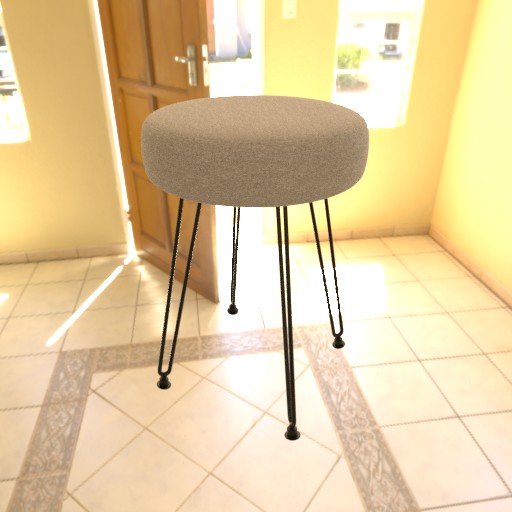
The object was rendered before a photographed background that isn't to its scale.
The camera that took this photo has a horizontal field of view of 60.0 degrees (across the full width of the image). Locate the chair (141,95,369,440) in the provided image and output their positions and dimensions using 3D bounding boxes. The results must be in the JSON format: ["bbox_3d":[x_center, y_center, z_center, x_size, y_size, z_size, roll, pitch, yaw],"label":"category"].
[{"bbox_3d":[0.000,0.000,0.685,0.350,0.440,0.350,-9,30,-16],"label":"chair"}]
